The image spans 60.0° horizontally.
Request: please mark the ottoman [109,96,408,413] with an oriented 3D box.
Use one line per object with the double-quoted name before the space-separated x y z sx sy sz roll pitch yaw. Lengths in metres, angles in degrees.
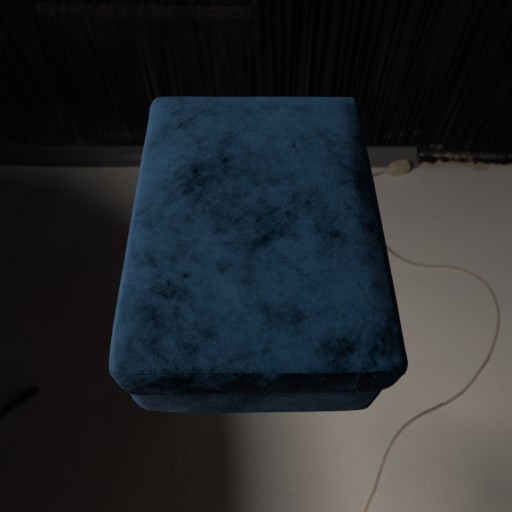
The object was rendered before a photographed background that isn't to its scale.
"ottoman" 0.000 0.000 1.164 0.572 0.503 0.773 0 59 0
